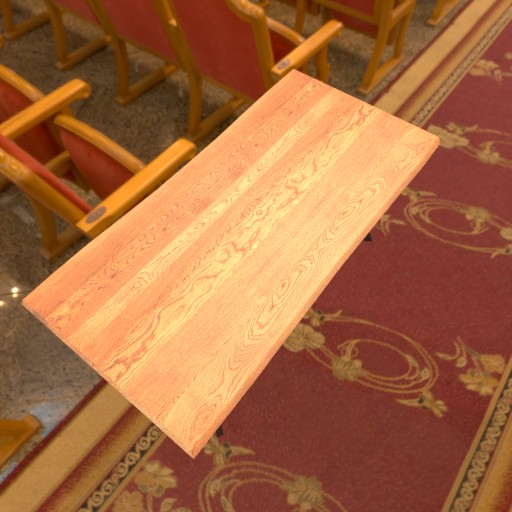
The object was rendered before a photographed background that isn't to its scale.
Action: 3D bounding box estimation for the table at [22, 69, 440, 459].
[{"bbox_3d":[0.000,0.000,2.237,0.900,0.770,1.800,33,64,19],"label":"table"}]
